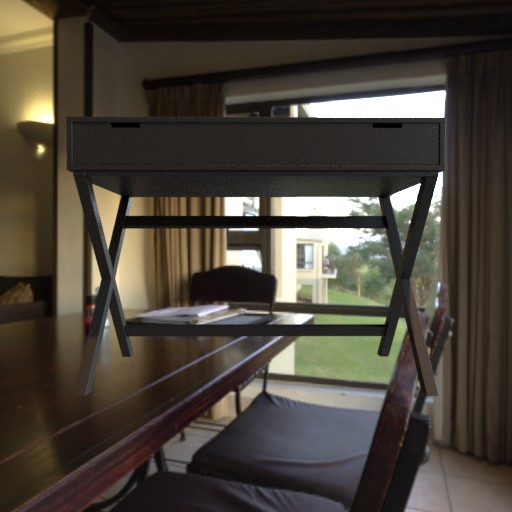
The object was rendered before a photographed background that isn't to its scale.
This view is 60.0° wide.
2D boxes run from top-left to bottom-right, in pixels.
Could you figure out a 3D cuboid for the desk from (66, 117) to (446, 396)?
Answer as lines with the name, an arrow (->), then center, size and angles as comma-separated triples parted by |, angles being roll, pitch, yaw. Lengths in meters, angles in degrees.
desk -> 0.000, 0.000, 1.491 | 1.057, 0.780, 0.504 | 0, 1, 0
